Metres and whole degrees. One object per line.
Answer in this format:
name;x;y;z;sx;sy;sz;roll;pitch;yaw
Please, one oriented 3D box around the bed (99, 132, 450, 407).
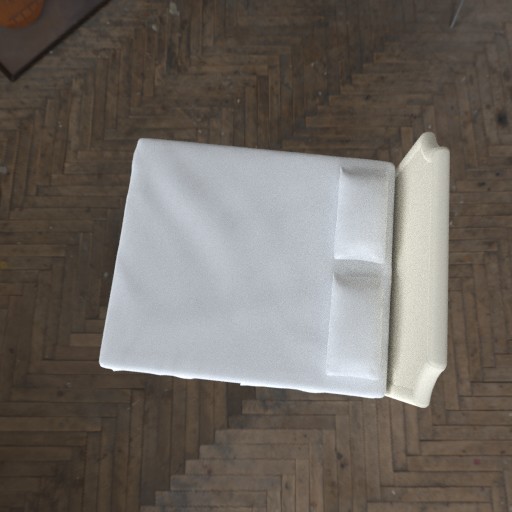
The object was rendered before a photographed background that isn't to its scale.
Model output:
bed;0.000;0.000;3.963;2.773;1.590;2.350;6;78;1
